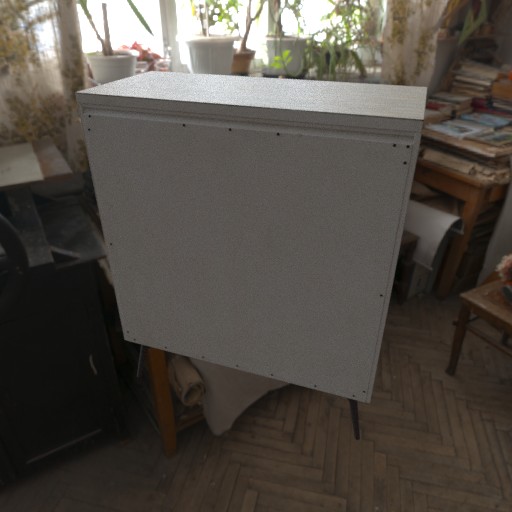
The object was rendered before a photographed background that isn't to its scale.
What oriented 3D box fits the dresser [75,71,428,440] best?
[{"bbox_3d":[0.000,0.000,1.705,1.016,1.219,0.457,10,32,16],"label":"dresser"}]
